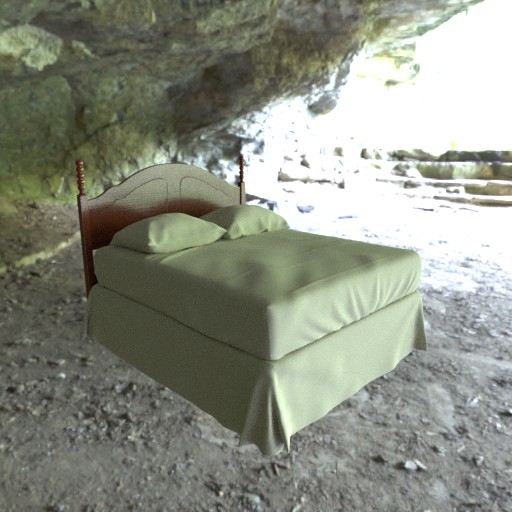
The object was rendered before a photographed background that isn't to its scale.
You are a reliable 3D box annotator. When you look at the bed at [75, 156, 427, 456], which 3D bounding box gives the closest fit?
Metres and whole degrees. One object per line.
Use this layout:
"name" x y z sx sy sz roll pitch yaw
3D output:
"bed" 0.000 0.000 3.206 2.040 1.356 1.873 14 19 43
